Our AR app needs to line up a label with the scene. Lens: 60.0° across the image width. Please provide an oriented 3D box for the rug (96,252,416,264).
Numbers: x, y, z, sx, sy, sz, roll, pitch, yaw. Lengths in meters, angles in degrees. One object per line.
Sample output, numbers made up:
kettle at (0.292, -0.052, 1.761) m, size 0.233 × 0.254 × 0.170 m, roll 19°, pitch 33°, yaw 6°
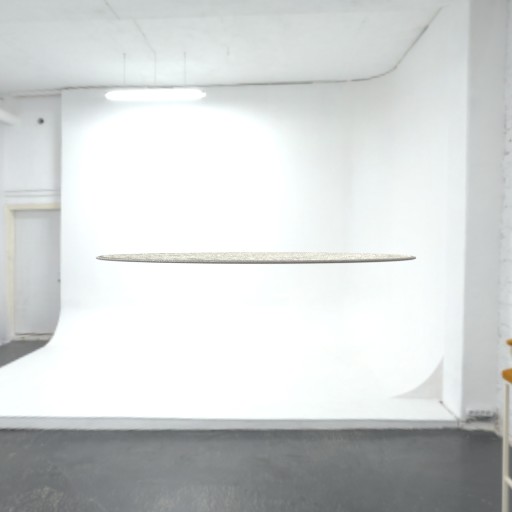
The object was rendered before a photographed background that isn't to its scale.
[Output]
rug at (0.000, 0.000, 2.343) m, size 1.593 × 0.012 × 1.593 m, roll 0°, pitch 2°, yaw 0°
